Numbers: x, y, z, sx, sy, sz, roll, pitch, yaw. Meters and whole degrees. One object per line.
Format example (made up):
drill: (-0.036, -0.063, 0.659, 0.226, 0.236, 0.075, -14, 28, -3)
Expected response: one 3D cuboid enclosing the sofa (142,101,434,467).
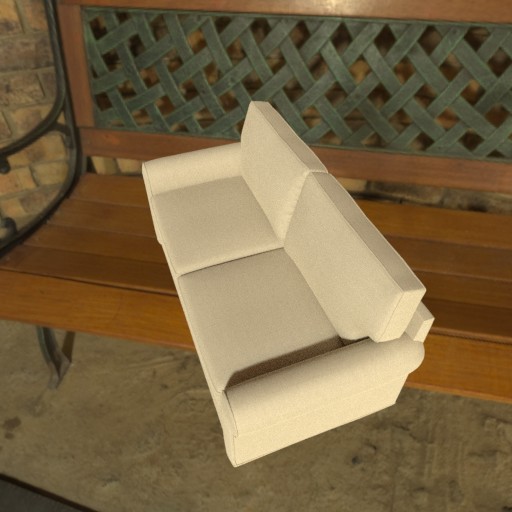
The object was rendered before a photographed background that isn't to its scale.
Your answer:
sofa: (0.000, 0.000, 2.310, 0.861, 0.933, 1.774, -15, 47, -14)
